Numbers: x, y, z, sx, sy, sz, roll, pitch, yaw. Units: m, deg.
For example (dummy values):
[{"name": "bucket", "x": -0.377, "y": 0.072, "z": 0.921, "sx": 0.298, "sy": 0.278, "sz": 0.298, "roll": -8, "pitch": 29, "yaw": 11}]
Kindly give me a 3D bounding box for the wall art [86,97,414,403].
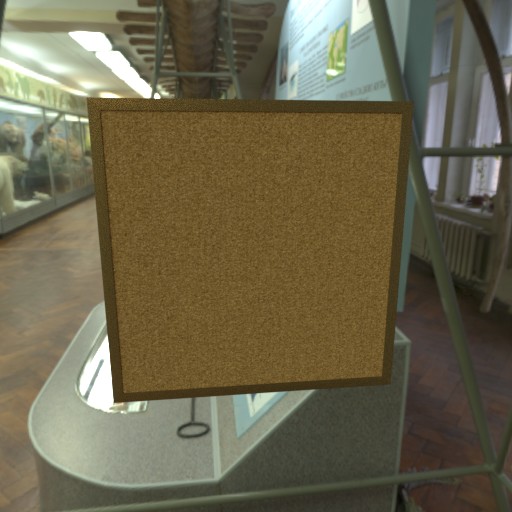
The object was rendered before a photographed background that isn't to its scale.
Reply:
[{"name": "wall art", "x": 0.000, "y": 0.000, "z": 0.766, "sx": 0.510, "sy": 0.509, "sz": 0.037, "roll": -2, "pitch": 14, "yaw": -7}]
